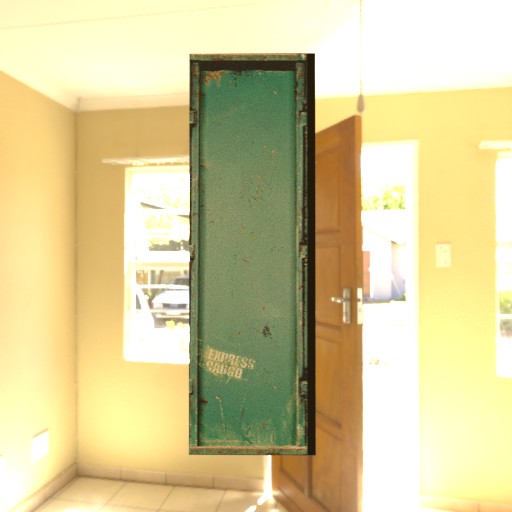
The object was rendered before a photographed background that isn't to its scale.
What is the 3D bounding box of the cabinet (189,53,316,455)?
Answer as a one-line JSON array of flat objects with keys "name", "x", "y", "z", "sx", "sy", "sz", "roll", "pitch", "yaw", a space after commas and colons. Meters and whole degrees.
[{"name": "cabinet", "x": 0.000, "y": 0.000, "z": 3.882, "sx": 0.680, "sy": 2.160, "sz": 3.001, "roll": 0, "pitch": -1, "yaw": 1}]
